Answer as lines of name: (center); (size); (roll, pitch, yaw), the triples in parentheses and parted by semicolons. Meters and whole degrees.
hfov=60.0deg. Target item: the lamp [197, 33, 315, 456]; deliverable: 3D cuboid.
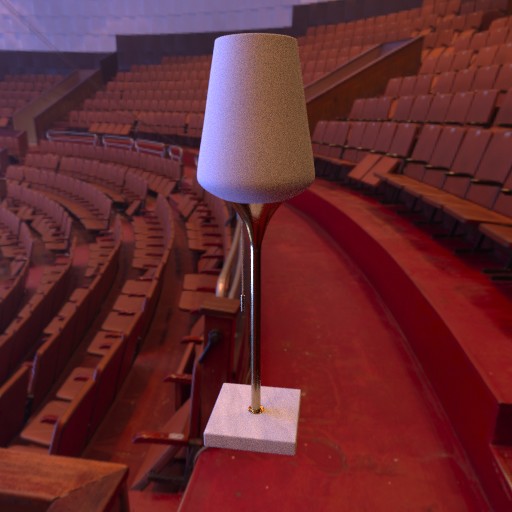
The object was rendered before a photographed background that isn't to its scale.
lamp: (0.000, 0.000, 0.722); (0.181, 0.639, 0.181); (3, 17, 8)
